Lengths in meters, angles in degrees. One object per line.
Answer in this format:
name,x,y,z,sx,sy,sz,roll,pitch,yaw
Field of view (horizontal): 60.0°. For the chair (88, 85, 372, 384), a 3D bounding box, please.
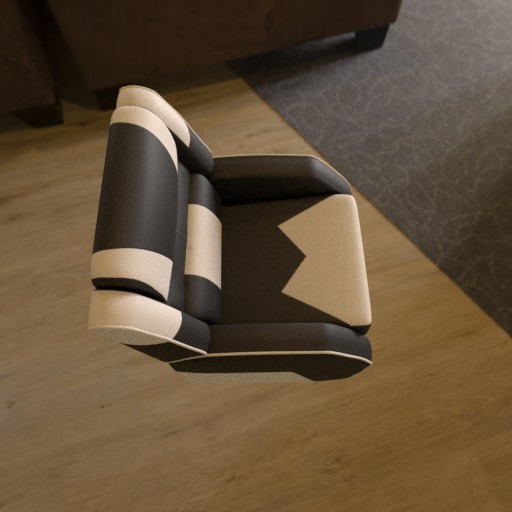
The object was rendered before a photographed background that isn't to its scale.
chair,0.000,0.000,1.296,0.672,0.805,0.620,-1,66,-1
